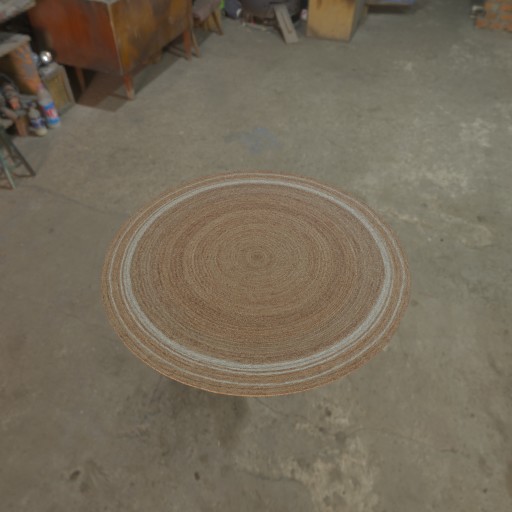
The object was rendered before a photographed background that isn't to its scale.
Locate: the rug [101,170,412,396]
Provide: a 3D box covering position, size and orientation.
[{"bbox_3d":[0.000,0.000,3.593,2.444,0.015,2.444,0,45,0],"label":"rug"}]
